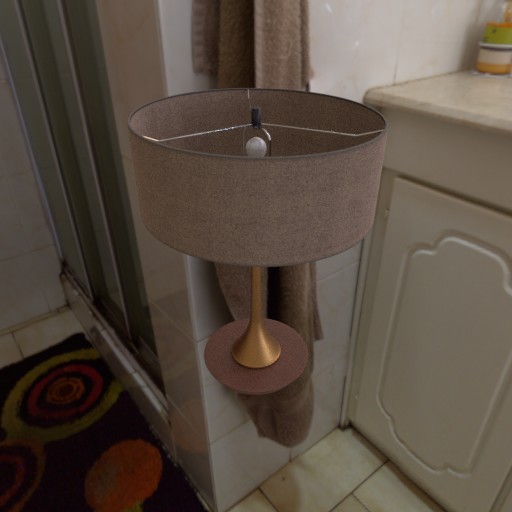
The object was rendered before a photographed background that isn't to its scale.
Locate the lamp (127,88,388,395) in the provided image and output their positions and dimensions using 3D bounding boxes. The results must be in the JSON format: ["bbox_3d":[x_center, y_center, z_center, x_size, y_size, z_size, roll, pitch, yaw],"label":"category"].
[{"bbox_3d":[0.000,0.000,0.845,0.396,0.551,0.417,-21,37,-30],"label":"lamp"}]
